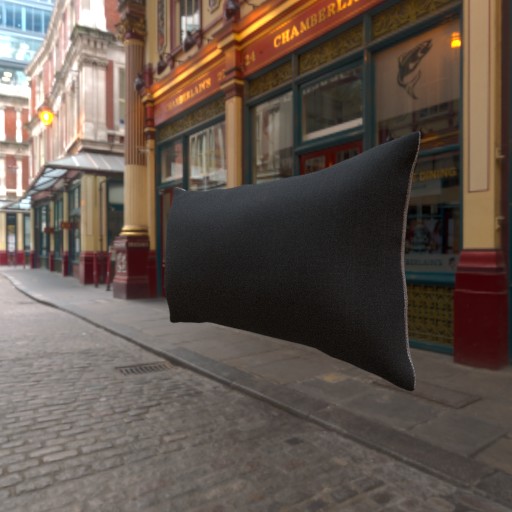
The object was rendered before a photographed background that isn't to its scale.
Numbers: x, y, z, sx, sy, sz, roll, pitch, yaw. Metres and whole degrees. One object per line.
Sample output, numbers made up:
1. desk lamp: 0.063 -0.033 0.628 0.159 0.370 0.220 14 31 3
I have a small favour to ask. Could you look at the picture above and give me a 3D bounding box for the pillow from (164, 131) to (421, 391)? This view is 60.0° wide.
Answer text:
1. pillow: 0.000 0.000 0.742 0.151 0.305 0.609 0 0 -37
